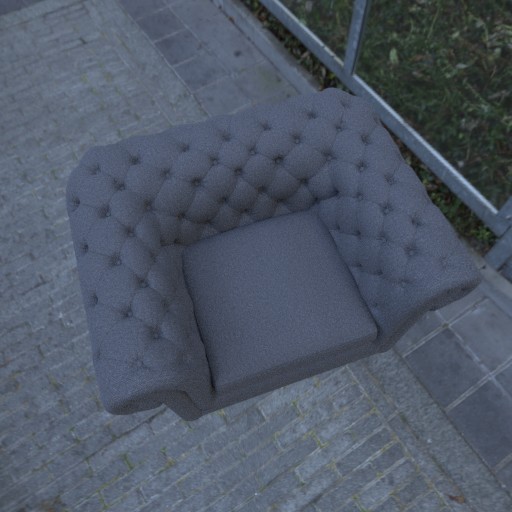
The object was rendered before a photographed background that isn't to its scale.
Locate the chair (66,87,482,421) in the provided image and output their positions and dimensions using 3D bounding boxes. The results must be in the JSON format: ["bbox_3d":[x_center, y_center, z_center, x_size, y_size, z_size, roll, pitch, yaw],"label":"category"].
[{"bbox_3d":[0.000,0.000,1.813,1.270,0.770,0.976,-17,63,-9],"label":"chair"}]
